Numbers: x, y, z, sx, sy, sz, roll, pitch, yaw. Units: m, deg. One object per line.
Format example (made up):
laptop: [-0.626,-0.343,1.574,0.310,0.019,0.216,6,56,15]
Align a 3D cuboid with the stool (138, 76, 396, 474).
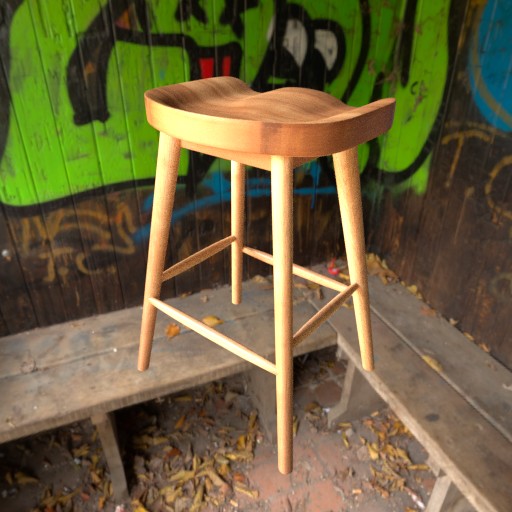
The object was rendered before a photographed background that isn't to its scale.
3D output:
stool: [0.000,0.000,0.893,0.440,0.615,0.361,22,37,33]
